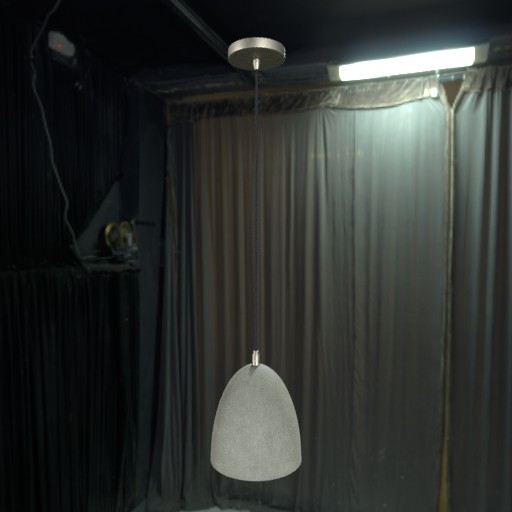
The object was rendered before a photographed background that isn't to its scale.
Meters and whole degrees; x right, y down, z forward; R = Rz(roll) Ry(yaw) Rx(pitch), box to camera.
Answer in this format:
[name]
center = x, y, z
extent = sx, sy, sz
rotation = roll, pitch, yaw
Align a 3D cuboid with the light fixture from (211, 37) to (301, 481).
[light fixture]
center = 0.000, 0.000, 0.827
extent = 0.170, 0.759, 0.170
rotation = 0, 1, 18
